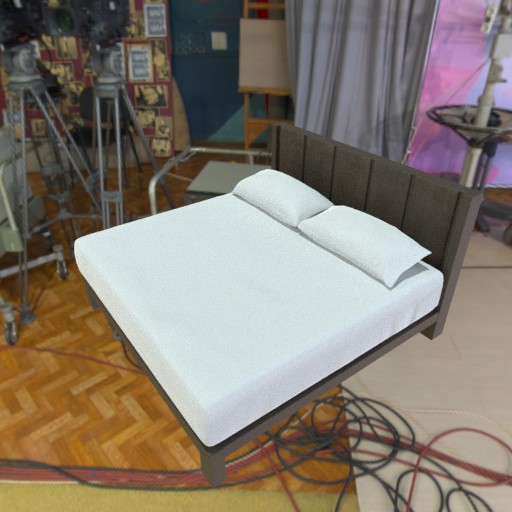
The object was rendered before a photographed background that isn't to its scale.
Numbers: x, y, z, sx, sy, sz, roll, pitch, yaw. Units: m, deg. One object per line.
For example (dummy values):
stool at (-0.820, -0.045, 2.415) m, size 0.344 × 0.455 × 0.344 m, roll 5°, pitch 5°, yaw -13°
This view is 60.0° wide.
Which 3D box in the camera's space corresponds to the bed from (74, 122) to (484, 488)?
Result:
bed at (0.000, 0.000, 3.484) m, size 2.238 × 1.261 × 2.143 m, roll -21°, pitch 38°, yaw -30°
